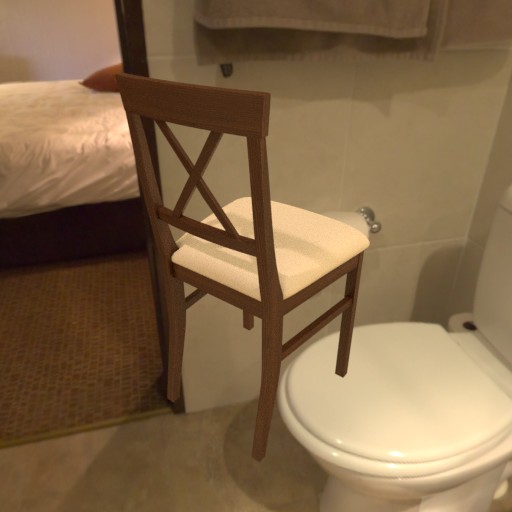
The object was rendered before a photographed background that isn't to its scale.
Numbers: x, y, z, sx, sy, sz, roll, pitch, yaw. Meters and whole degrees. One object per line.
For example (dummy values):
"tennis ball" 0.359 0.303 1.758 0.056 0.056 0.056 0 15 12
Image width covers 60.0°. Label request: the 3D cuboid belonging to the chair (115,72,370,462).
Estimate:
"chair" 0.000 0.000 1.164 0.440 0.913 0.480 21 36 32
